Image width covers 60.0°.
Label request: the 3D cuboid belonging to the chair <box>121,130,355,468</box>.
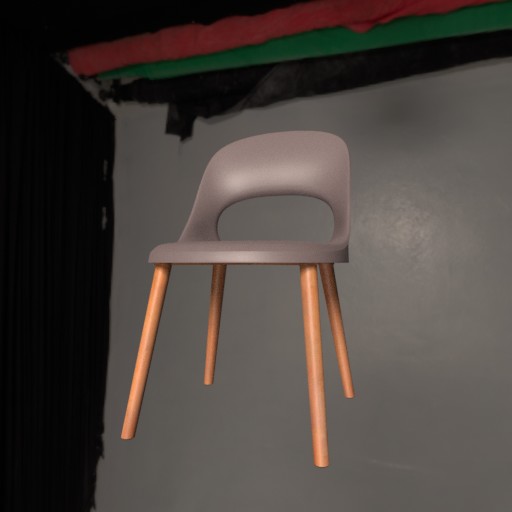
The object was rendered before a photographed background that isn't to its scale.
[{"bbox_3d":[0.000,0.000,1.139,0.470,0.794,0.556,0,-1,18],"label":"chair"}]
